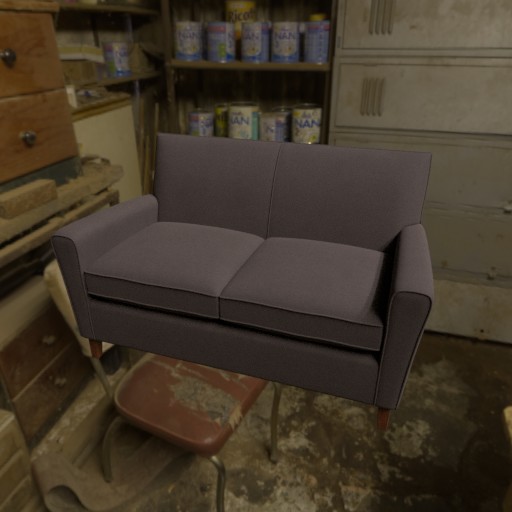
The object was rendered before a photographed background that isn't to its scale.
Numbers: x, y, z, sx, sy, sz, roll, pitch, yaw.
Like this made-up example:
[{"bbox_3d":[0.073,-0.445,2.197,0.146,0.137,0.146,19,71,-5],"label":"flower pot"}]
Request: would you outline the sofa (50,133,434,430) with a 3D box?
[{"bbox_3d":[0.000,0.000,1.964,1.420,0.846,0.871,9,28,17],"label":"sofa"}]
